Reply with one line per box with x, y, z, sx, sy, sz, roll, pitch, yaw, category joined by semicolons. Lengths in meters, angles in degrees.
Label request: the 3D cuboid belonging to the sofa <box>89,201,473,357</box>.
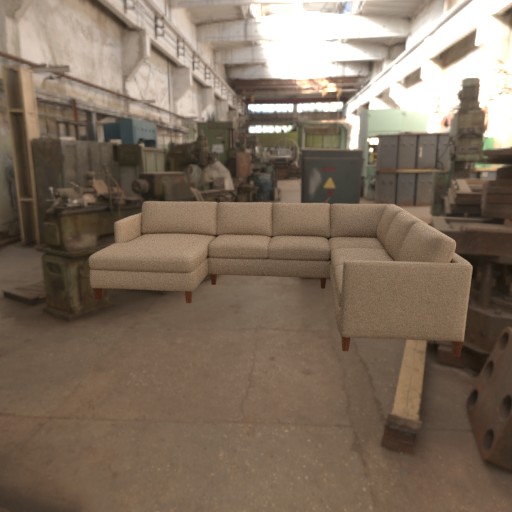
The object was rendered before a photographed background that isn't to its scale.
0.000;0.000;4.553;3.403;0.889;2.551;2;13;7;sofa
